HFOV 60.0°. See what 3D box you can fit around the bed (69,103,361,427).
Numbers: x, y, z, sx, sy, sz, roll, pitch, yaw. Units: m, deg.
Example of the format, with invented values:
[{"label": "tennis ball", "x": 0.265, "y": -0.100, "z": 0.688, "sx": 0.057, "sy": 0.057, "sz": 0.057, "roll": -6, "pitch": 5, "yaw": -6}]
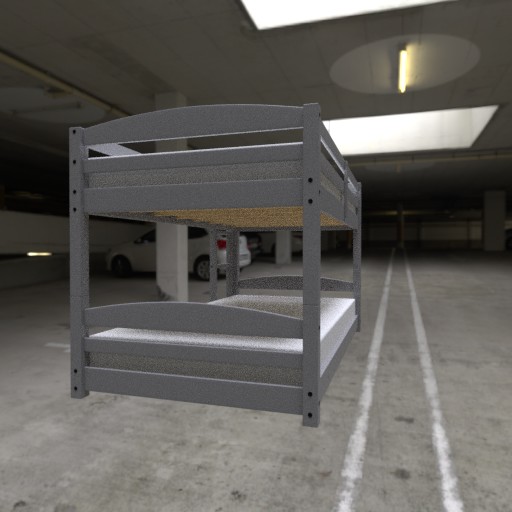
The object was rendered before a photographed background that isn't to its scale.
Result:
[{"label": "bed", "x": 0.000, "y": 0.000, "z": 2.707, "sx": 1.105, "sy": 1.206, "sz": 2.013, "roll": 0, "pitch": 1, "yaw": 18}]
